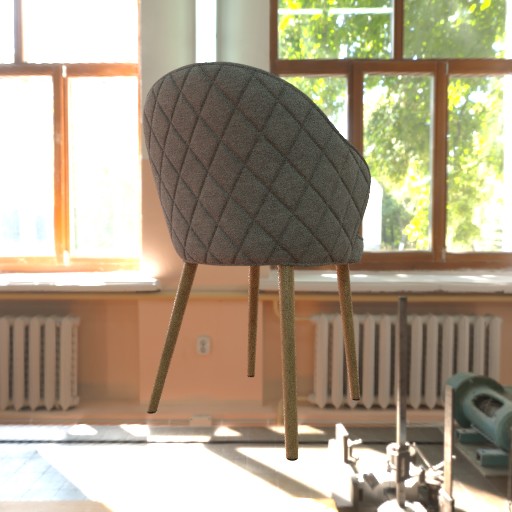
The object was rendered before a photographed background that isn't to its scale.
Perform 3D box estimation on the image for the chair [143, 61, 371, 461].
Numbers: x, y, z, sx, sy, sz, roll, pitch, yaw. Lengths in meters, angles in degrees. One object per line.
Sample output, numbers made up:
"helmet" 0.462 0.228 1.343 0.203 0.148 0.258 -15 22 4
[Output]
"chair" 0.000 0.000 1.139 0.540 0.800 0.530 1 2 35
